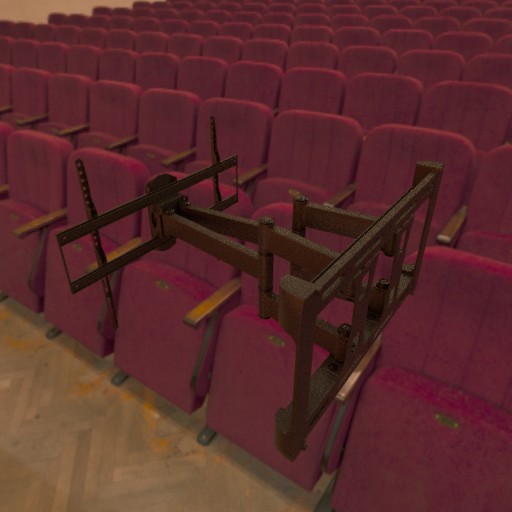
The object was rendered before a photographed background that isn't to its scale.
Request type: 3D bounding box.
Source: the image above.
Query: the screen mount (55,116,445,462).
[{"bbox_3d":[0.000,0.000,1.091,0.644,0.491,0.661,21,37,30],"label":"screen mount"}]
